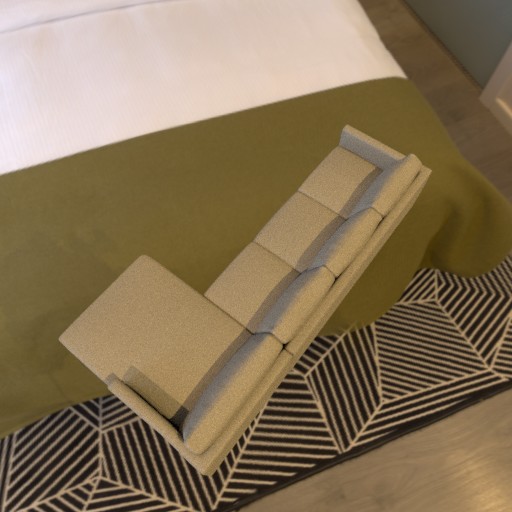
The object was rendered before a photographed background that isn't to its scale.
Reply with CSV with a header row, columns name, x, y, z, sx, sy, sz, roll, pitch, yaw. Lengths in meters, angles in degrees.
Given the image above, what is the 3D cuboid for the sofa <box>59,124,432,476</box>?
name,x,y,z,sx,sy,sz,roll,pitch,yaw
sofa,0.000,0.000,3.912,1.625,0.861,3.186,35,68,16
